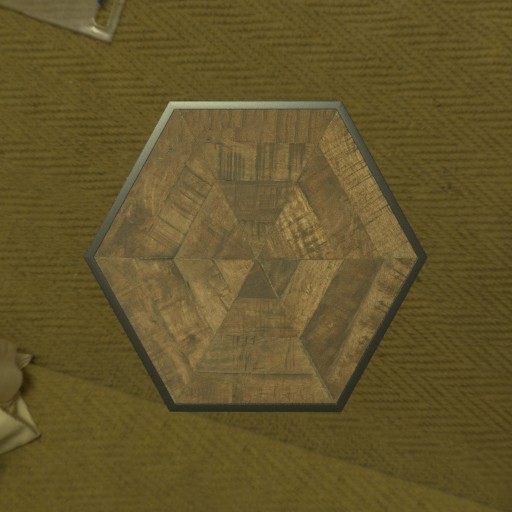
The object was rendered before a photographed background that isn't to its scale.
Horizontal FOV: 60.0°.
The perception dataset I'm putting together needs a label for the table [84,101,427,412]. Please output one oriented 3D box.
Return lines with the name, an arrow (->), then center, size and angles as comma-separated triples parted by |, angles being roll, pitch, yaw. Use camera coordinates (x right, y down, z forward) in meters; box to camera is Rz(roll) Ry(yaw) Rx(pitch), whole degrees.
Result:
table -> 0.000, 0.000, 1.025 | 0.578, 0.564, 0.579 | 0, 90, 0
